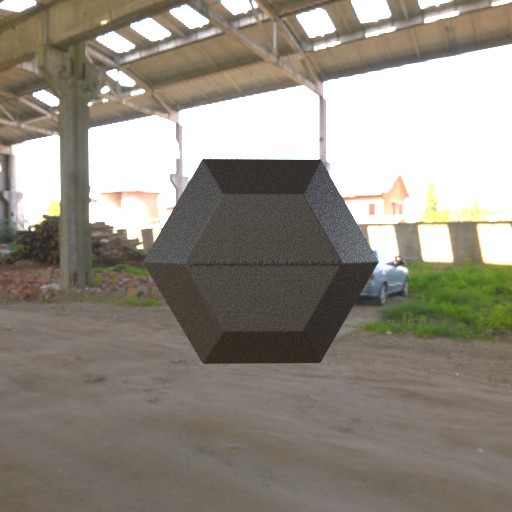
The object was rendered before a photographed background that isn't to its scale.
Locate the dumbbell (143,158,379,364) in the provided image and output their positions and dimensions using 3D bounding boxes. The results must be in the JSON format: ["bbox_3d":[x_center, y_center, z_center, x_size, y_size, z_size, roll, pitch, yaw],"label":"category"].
[{"bbox_3d":[0.000,0.000,0.378,0.129,0.113,0.315,0,1,-1],"label":"dumbbell"}]
